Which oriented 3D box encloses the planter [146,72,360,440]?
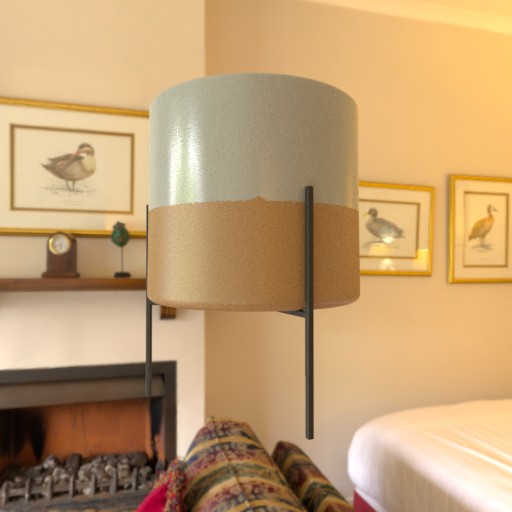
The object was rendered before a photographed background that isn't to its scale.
[{"bbox_3d":[0.000,0.000,0.751,0.348,0.480,0.360,-1,-1,36],"label":"planter"}]
